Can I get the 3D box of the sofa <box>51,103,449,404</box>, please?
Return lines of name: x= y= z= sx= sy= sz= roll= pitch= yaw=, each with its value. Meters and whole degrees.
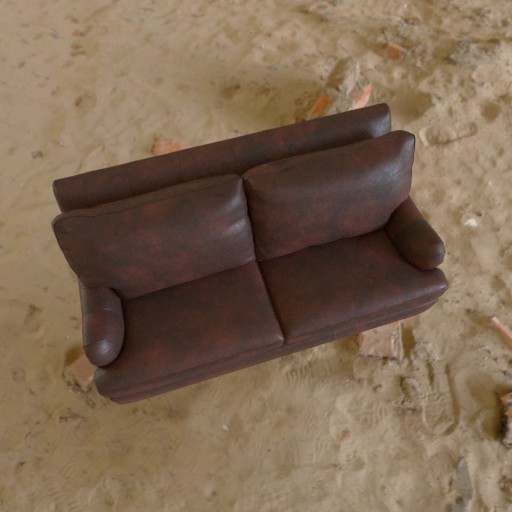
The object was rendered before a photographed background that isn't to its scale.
sofa: x=0.000 y=0.000 z=2.745 sx=2.144 sy=1.071 sz=1.147 roll=-15 pitch=64 yaw=-8
